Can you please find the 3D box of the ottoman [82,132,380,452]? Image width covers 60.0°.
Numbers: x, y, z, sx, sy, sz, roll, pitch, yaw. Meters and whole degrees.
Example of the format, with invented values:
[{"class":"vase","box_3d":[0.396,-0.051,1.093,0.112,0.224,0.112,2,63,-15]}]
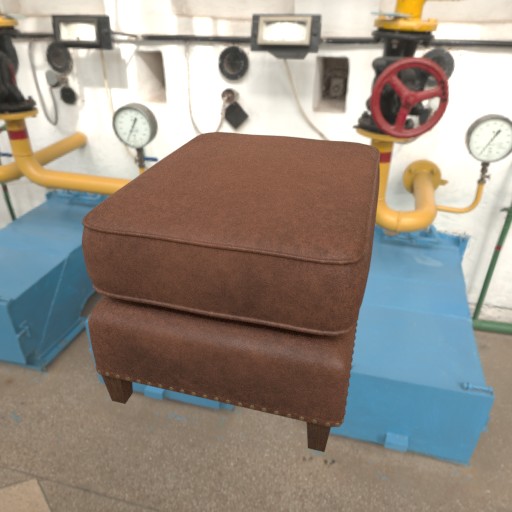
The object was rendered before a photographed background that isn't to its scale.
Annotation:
[{"class":"ottoman","box_3d":[0.000,0.000,1.190,0.589,0.537,0.738,8,32,14]}]
